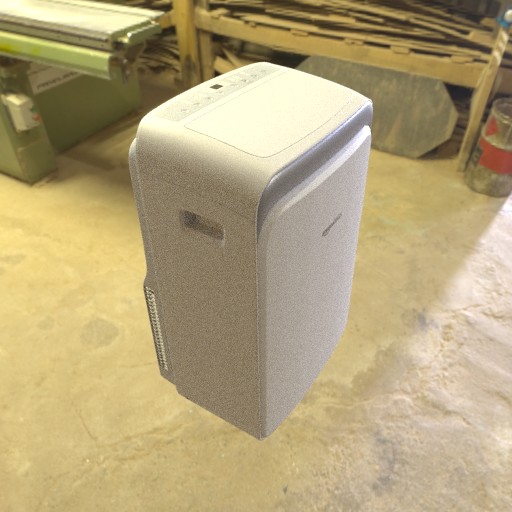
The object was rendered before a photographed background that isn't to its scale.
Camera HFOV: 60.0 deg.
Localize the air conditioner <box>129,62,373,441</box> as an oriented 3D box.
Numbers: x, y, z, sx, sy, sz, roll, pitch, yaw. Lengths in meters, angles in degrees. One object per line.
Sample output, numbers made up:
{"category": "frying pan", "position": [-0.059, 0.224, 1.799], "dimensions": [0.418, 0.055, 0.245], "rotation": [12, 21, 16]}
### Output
{"category": "air conditioner", "position": [0.000, 0.000, 0.969], "dimensions": [0.365, 0.700, 0.454], "rotation": [24, 46, 25]}
